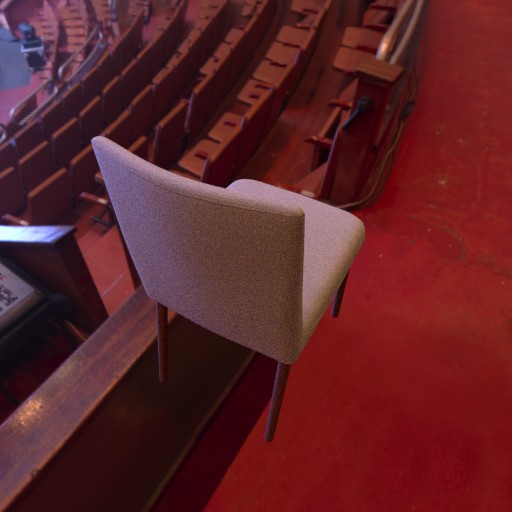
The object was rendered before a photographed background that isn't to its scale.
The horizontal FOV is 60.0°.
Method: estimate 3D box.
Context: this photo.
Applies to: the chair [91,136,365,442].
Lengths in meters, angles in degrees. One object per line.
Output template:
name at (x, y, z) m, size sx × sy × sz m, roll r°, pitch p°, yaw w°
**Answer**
chair at (0.000, 0.000, 1.180) m, size 0.456 × 0.859 × 0.570 m, roll 22°, pitch 51°, yaw 20°
